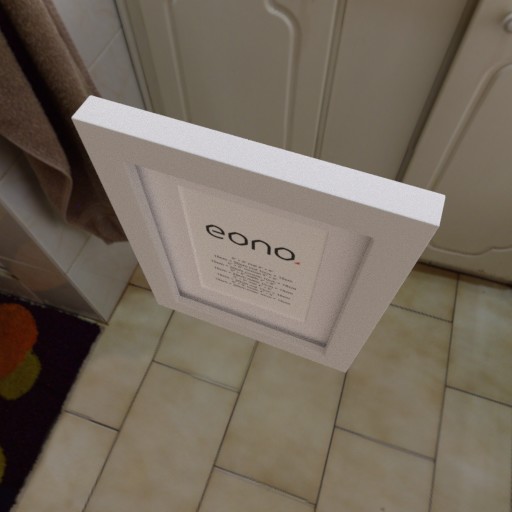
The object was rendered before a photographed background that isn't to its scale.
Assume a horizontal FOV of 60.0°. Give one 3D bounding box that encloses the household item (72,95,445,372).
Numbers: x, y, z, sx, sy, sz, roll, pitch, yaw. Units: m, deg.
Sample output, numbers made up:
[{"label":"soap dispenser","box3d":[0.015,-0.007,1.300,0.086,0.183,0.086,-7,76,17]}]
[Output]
[{"label":"household item","box3d":[0.000,0.000,0.343,0.200,0.250,0.045,18,62,10]}]
